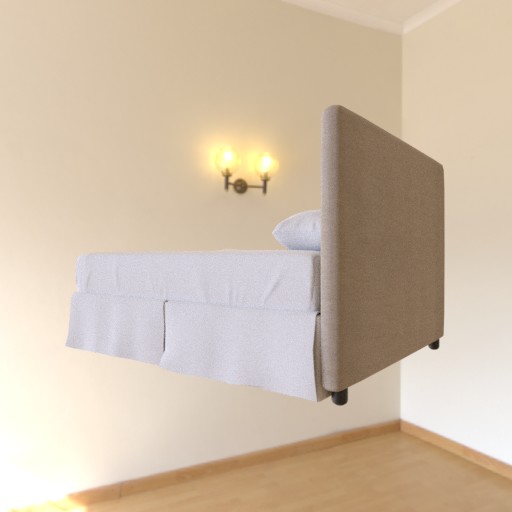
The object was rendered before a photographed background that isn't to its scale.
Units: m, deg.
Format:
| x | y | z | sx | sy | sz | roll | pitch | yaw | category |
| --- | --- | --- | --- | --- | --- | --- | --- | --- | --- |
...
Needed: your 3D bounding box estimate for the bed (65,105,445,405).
| x | y | z | sx | sy | sz | roll | pitch | yaw | category |
| --- | --- | --- | --- | --- | --- | --- | --- | --- | --- |
| 0.000 | 0.000 | 3.165 | 2.162 | 1.330 | 1.713 | 0 | 0 | 37 | bed |
